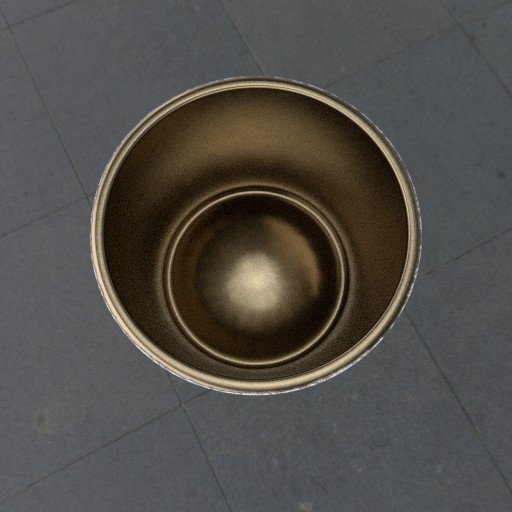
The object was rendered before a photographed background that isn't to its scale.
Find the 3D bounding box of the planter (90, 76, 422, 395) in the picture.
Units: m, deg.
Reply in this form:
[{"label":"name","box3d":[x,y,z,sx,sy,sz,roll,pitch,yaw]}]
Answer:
[{"label":"planter","box3d":[0.000,0.000,0.386,0.221,0.201,0.221,0,77,0]}]
